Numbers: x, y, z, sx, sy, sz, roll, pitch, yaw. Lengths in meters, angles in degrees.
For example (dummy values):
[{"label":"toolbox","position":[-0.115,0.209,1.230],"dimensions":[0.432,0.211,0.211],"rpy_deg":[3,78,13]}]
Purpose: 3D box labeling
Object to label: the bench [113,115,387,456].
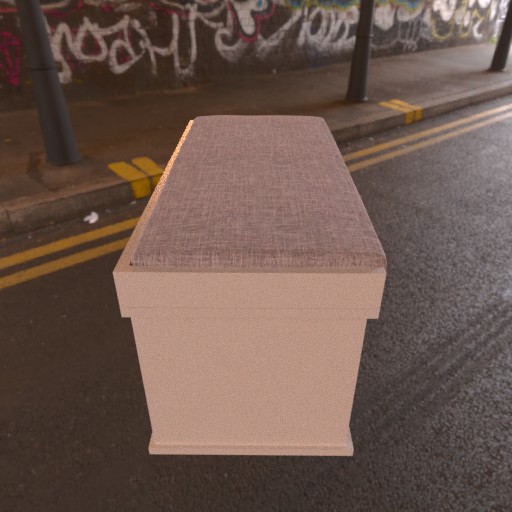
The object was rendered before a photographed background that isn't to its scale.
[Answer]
[{"label":"bench","position":[0.000,0.000,0.985],"dimensions":[0.362,0.461,0.734],"rpy_deg":[0,32,0]}]
